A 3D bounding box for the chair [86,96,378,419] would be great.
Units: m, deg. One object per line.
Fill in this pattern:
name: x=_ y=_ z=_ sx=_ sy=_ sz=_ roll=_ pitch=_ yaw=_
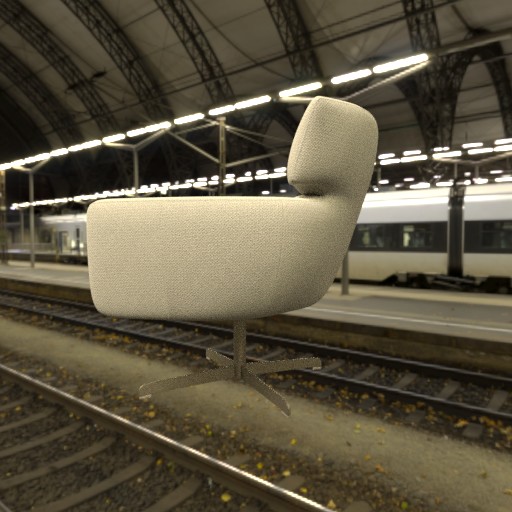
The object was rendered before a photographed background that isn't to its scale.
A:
chair: x=0.000 y=0.000 z=1.387 sx=0.730 sy=0.810 sz=0.760 roll=1 pitch=2 yaw=18
